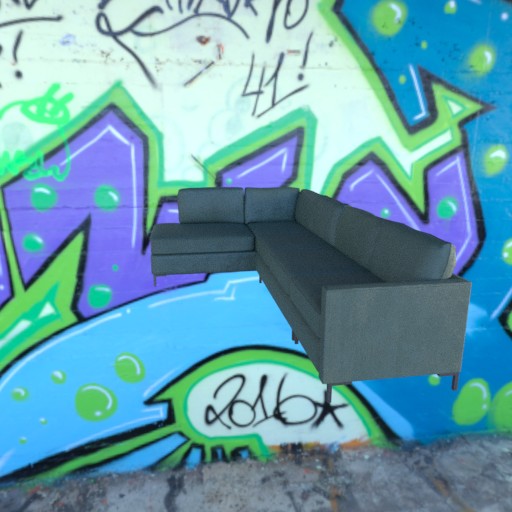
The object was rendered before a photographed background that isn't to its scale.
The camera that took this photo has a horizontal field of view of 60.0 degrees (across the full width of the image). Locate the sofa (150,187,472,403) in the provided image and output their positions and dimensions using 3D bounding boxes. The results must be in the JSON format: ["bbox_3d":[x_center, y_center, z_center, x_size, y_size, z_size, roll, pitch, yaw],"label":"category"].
[{"bbox_3d":[0.000,0.000,4.143,2.048,0.996,3.384,-2,15,-9],"label":"sofa"}]
